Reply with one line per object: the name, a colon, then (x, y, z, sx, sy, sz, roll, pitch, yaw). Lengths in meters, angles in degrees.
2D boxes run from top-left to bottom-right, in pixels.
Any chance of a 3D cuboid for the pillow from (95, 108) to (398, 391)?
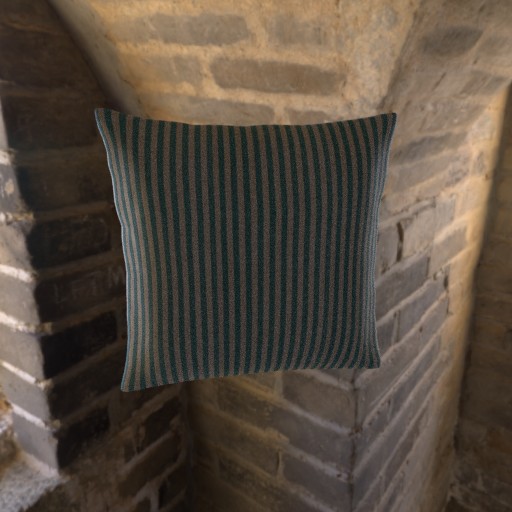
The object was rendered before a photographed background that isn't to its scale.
pillow: (0.000, 0.000, 0.815, 0.523, 0.510, 0.166, -2, 14, -9)
